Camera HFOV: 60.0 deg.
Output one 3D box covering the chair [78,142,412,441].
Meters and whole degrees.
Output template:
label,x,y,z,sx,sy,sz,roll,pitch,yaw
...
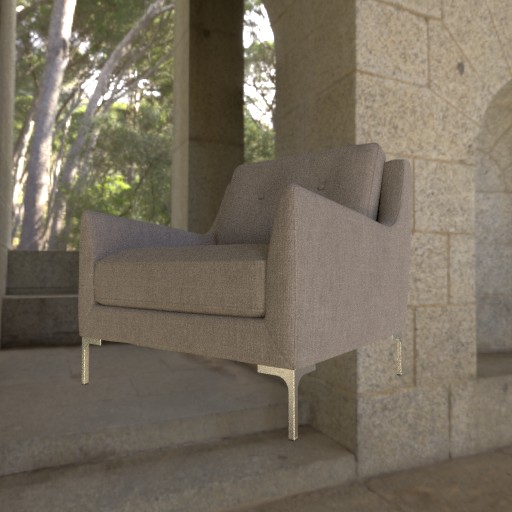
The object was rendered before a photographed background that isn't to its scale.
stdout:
label,x,y,z,sx,sy,sz,roll,pitch,yaw
chair,0.000,0.000,1.525,0.847,0.828,0.849,-1,-2,36
